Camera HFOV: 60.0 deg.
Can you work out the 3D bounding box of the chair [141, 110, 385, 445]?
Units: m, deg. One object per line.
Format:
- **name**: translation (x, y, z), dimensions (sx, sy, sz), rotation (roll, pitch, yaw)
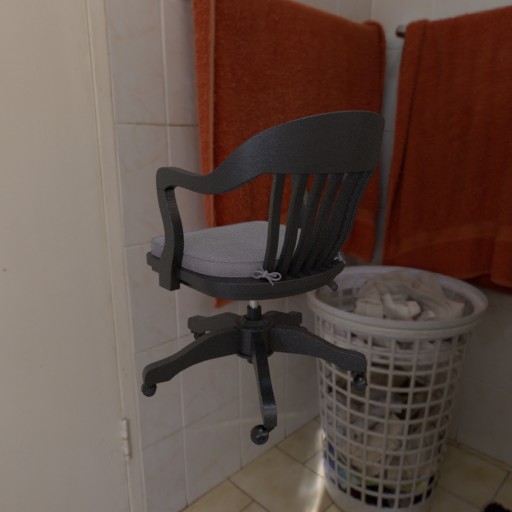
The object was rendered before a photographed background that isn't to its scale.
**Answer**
- **chair**: translation (0.000, 0.000, 1.464), dimensions (0.750, 0.878, 0.788), rotation (-13, 19, -41)
